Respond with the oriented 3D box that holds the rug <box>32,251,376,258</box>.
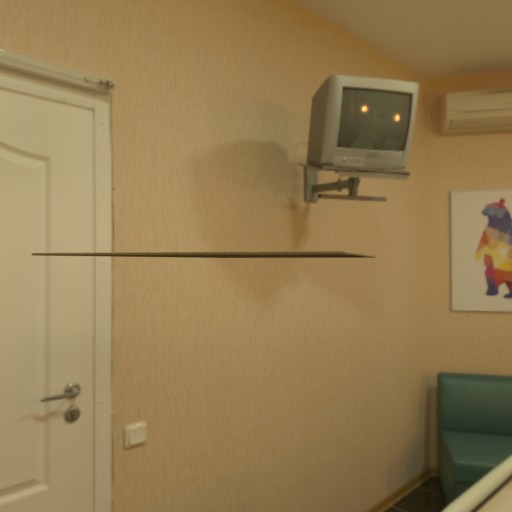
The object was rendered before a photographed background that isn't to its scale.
[{"bbox_3d":[0.000,0.000,3.106,1.540,0.012,2.448,0,-1,18],"label":"rug"}]
